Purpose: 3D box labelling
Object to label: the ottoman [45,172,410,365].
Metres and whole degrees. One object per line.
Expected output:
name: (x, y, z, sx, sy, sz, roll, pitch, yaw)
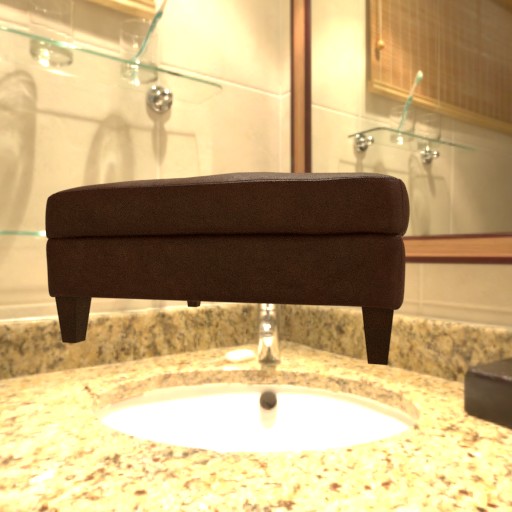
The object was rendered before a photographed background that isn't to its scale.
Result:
ottoman: (0.000, 0.000, 1.326, 0.844, 0.415, 0.836, 0, 1, 16)
